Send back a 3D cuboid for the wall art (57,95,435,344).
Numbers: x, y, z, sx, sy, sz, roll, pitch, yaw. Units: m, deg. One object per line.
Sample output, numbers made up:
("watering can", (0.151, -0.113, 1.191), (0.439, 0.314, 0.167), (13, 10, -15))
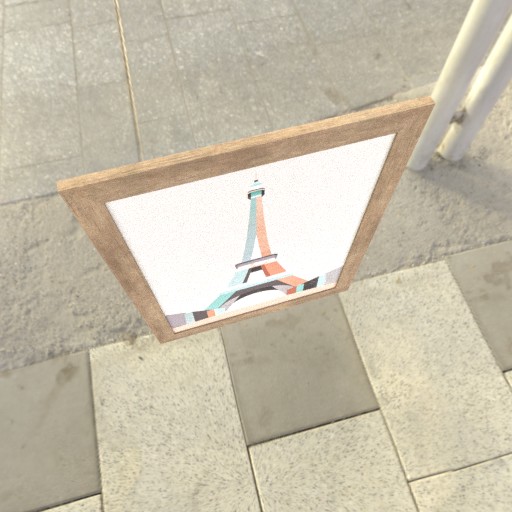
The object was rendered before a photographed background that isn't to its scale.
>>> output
("wall art", (0.000, 0.000, 0.909), (0.534, 0.686, 0.018), (-15, 64, -8))
